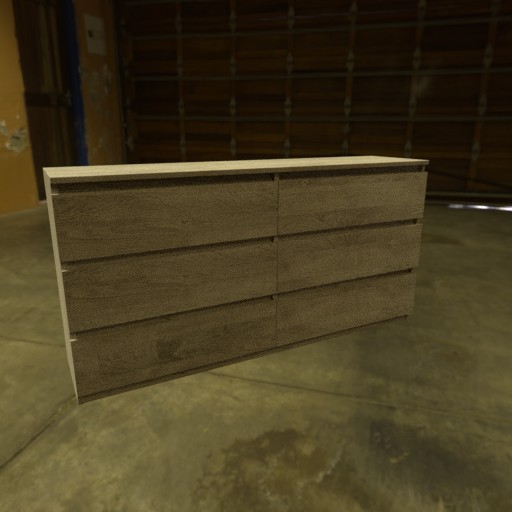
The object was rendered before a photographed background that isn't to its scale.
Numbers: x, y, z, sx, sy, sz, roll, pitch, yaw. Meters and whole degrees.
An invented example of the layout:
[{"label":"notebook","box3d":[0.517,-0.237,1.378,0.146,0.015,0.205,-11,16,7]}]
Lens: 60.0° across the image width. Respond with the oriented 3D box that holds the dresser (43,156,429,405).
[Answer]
[{"label":"dresser","box3d":[0.000,0.000,1.944,1.590,0.795,0.390,-8,18,-27]}]
